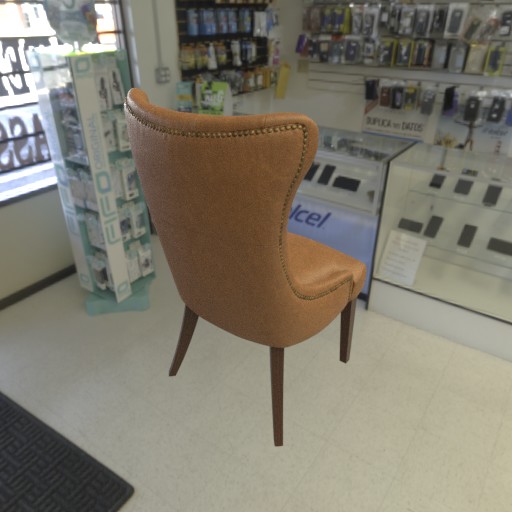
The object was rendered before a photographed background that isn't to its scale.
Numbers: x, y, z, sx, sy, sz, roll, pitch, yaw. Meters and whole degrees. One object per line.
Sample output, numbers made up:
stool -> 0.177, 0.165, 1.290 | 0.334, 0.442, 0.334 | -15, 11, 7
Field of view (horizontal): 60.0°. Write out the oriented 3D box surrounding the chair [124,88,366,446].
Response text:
chair -> 0.000, 0.000, 1.482 | 0.611, 1.065, 0.669 | 21, 36, 32
